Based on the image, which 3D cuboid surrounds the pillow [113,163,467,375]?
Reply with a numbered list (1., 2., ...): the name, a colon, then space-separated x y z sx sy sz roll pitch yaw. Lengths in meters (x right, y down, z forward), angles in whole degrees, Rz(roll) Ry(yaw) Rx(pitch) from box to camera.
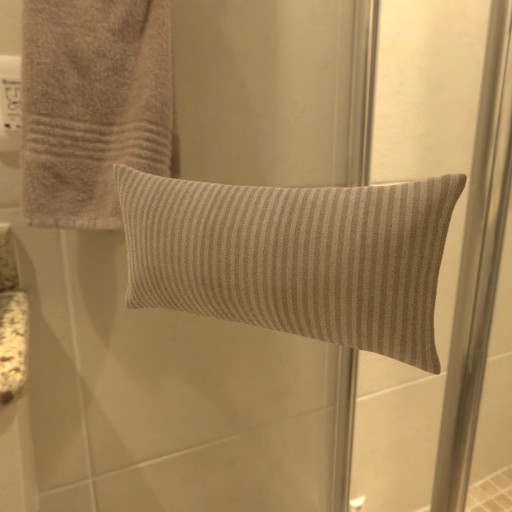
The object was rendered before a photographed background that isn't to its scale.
1. pillow: 0.000 0.000 0.749 0.617 0.295 0.151 7 16 26
